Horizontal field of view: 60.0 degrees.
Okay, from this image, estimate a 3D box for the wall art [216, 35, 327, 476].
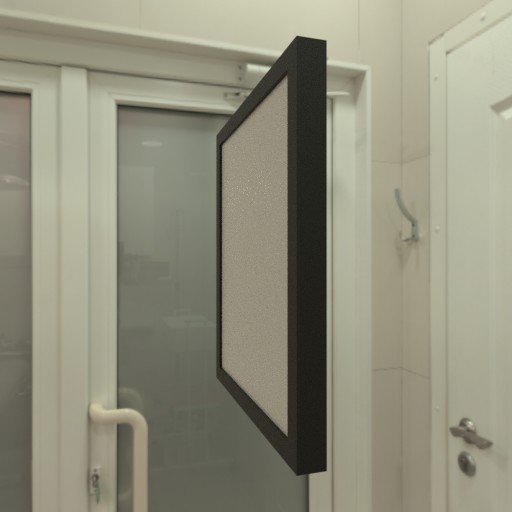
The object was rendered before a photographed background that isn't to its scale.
[{"bbox_3d":[0.000,0.000,0.545,0.029,0.381,0.330,0,0,-17],"label":"wall art"}]
